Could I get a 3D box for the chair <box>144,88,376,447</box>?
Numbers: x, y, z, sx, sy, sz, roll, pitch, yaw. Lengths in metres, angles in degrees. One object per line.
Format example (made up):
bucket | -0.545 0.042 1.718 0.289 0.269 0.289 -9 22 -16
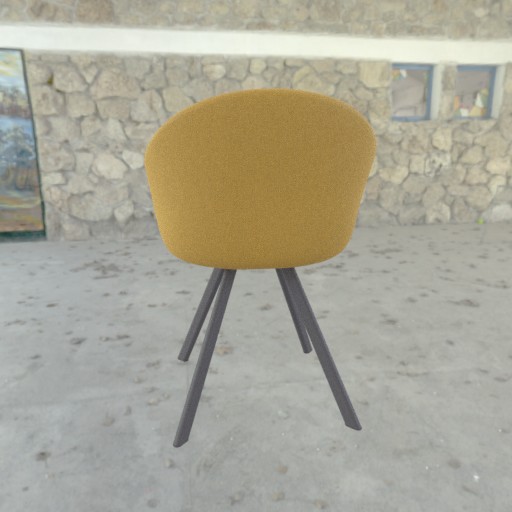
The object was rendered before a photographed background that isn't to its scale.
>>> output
chair | 0.000 0.000 1.216 0.551 0.793 0.583 -2 13 -8
